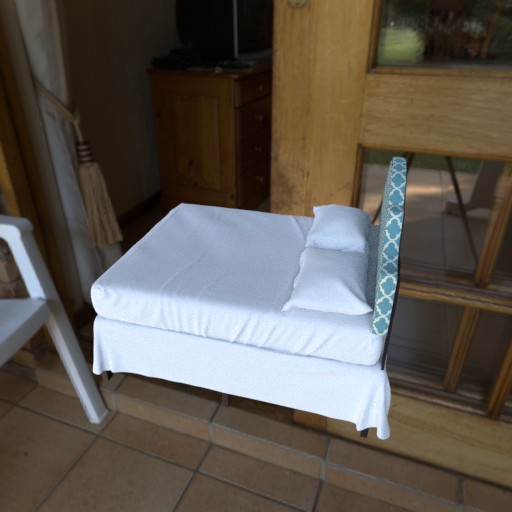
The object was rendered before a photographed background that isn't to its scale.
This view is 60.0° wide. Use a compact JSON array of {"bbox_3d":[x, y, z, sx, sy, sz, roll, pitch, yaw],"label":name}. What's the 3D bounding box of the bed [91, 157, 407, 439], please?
[{"bbox_3d":[0.000,0.000,3.408,2.222,1.633,1.780,8,30,13],"label":"bed"}]
